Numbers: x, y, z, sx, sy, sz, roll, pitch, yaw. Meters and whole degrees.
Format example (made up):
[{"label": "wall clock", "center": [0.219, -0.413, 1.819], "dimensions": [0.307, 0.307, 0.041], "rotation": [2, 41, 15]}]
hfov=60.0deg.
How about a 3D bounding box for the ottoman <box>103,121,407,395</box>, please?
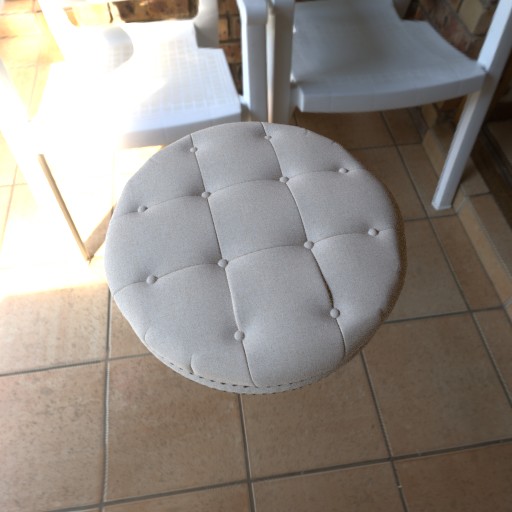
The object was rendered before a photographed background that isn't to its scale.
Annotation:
[{"label": "ottoman", "center": [0.000, 0.000, 1.498], "dimensions": [0.940, 0.483, 0.940], "rotation": [0, 58, 0]}]
